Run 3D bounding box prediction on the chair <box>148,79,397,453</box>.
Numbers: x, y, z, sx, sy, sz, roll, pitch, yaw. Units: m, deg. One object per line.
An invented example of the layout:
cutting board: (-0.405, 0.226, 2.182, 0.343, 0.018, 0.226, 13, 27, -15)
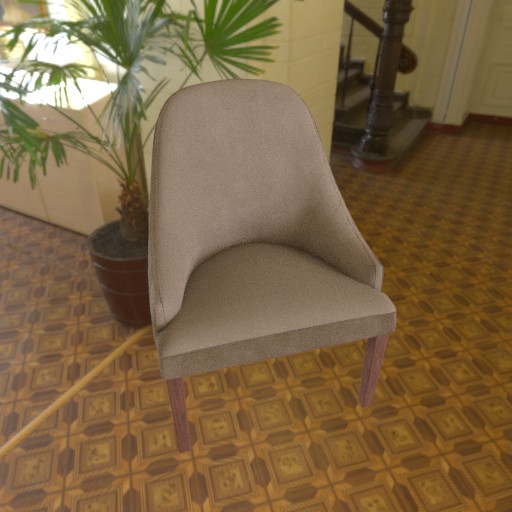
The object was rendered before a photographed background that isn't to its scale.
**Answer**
chair: (0.000, 0.000, 1.304, 0.643, 0.889, 0.575, -9, 33, -13)
